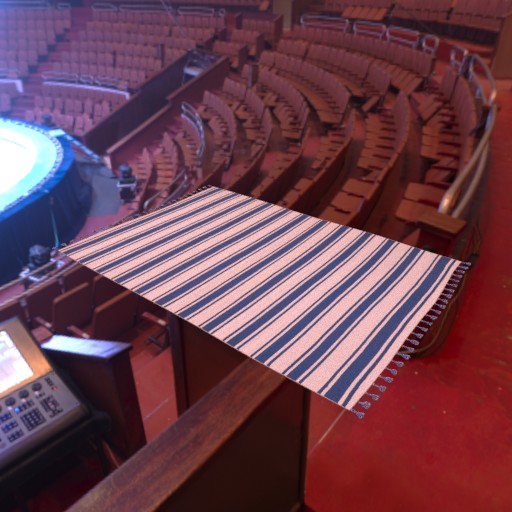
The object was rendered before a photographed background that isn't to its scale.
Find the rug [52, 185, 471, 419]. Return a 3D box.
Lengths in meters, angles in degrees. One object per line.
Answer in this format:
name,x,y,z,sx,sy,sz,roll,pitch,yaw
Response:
rug,0.000,0.000,2.897,2.315,0.010,1.544,21,36,33
